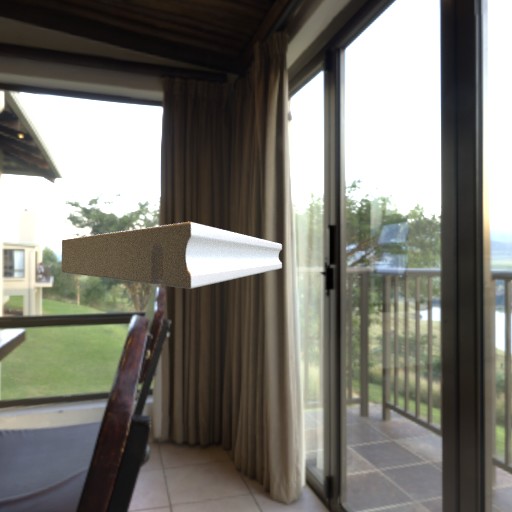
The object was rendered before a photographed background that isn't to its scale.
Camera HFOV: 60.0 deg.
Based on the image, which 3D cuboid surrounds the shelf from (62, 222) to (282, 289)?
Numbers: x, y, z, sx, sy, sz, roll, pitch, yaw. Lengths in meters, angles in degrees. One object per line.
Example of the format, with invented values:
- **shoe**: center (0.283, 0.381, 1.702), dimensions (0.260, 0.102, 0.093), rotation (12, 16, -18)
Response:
- **shelf**: center (0.000, 0.000, 0.433), dimensions (0.296, 0.035, 0.296), rotation (0, 0, -35)
